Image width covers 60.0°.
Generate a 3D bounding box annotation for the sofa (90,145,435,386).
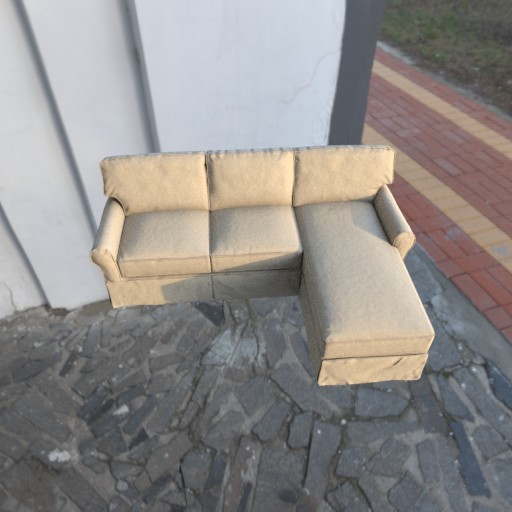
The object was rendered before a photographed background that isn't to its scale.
[{"bbox_3d":[0.000,0.000,3.390,2.475,0.978,1.733,-3,44,-3],"label":"sofa"}]
